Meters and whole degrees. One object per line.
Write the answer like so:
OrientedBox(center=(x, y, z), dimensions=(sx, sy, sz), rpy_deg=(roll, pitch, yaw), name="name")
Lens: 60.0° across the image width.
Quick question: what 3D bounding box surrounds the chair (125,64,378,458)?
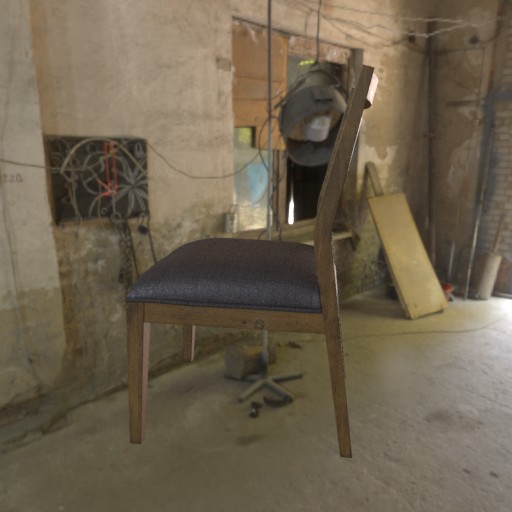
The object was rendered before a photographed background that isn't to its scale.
OrientedBox(center=(0.000, 0.000, 1.266), dimensions=(0.610, 0.939, 0.501), rpy_deg=(2, 14, 9), name="chair")
